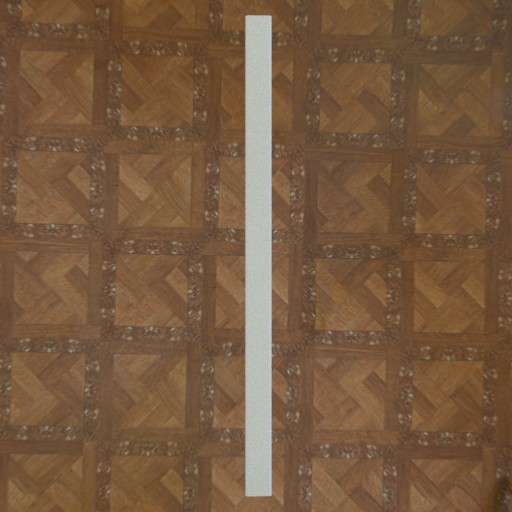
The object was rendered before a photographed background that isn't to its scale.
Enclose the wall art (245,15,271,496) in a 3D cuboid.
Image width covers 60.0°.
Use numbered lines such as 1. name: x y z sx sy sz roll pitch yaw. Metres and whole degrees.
1. wall art: 0.000 0.000 1.147 0.050 0.610 0.914 0 90 -1
